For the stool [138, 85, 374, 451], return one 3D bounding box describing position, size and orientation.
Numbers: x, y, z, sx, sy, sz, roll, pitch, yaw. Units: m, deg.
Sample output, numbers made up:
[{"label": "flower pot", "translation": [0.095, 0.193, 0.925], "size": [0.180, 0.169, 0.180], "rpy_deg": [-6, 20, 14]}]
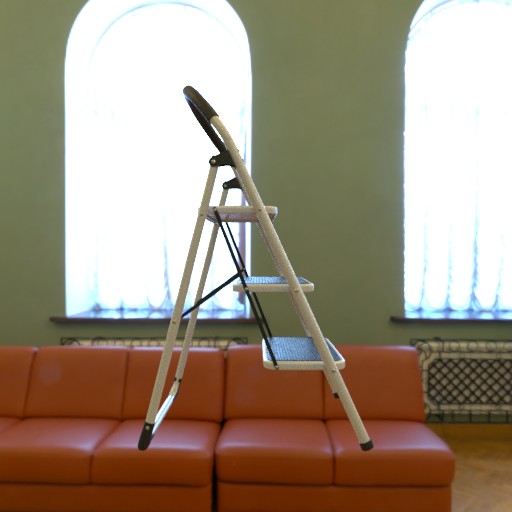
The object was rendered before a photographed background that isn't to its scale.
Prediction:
[{"label": "stool", "translation": [0.000, 0.000, 1.493], "size": [0.676, 1.109, 0.485], "rpy_deg": [0, 0, 0]}]
